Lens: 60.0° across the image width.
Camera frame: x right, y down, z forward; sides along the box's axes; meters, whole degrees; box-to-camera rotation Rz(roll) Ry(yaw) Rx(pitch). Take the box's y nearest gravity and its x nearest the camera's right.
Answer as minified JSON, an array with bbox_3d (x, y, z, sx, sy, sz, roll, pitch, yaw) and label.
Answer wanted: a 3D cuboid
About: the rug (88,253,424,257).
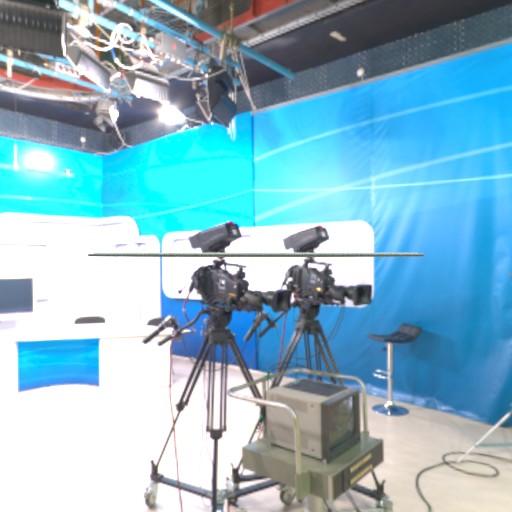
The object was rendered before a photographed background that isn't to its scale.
[{"bbox_3d":[0.000,0.000,1.402,0.604,0.007,1.219,0,0,0],"label":"rug"}]
